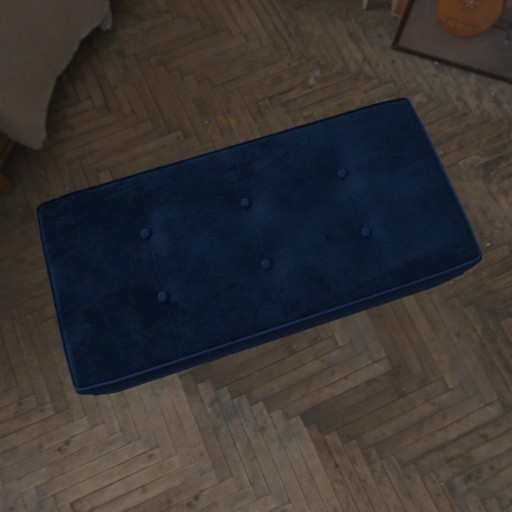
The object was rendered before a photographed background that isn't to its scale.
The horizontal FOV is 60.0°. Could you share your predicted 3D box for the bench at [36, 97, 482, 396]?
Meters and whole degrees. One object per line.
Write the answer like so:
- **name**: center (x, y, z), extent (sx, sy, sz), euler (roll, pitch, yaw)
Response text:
- **bench**: center (0.000, 0.000, 1.279), extent (1.010, 0.467, 0.489), euler (-17, 76, -5)
